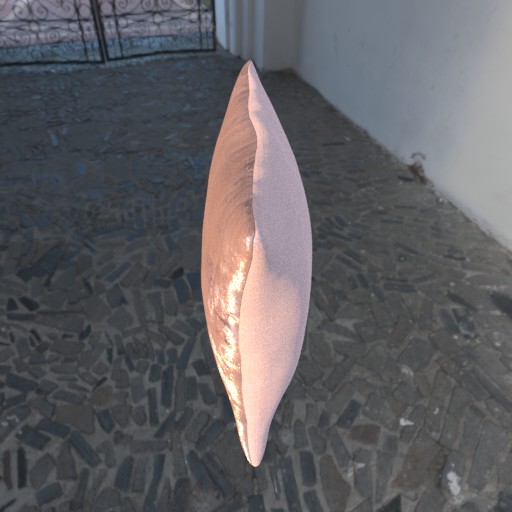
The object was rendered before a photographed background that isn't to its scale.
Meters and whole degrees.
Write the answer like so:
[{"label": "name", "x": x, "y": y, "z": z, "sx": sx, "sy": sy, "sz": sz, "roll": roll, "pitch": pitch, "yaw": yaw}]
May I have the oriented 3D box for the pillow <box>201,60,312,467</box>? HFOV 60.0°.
[{"label": "pillow", "x": 0.000, "y": 0.000, "z": 0.713, "sx": 0.175, "sy": 0.464, "sz": 0.470, "roll": 0, "pitch": 41, "yaw": 0}]
